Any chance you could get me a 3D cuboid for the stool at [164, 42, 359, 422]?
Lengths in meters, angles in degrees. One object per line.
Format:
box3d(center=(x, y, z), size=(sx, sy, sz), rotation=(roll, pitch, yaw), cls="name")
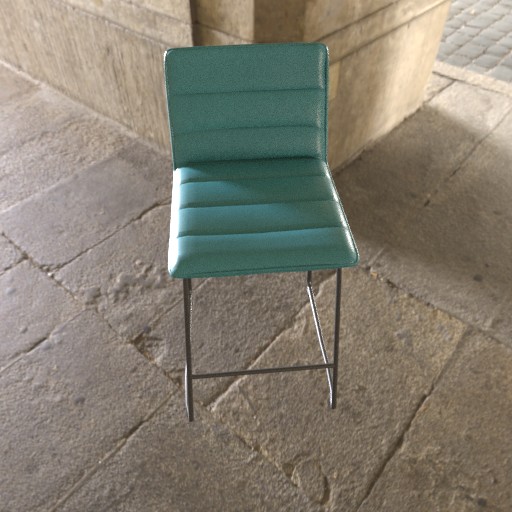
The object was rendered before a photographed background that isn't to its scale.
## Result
box3d(center=(0.000, 0.000, 1.210), size=(0.489, 0.936, 0.524), rotation=(-4, 47, -4), cls="stool")
